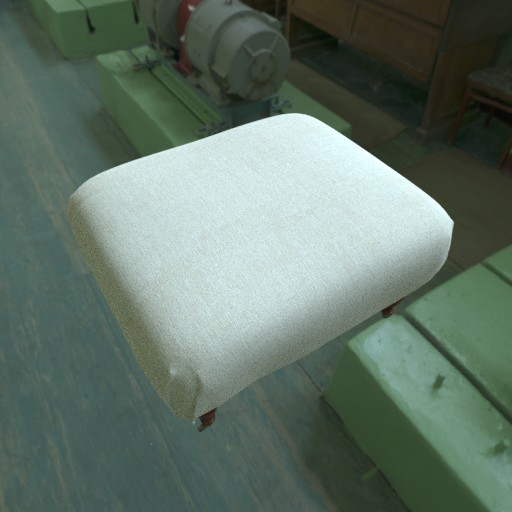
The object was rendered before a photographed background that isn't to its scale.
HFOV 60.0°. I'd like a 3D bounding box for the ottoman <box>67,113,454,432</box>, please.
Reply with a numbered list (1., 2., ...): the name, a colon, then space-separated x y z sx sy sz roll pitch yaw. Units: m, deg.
1. ottoman: 0.000 0.000 1.122 0.747 0.450 0.622 -25 51 -22
